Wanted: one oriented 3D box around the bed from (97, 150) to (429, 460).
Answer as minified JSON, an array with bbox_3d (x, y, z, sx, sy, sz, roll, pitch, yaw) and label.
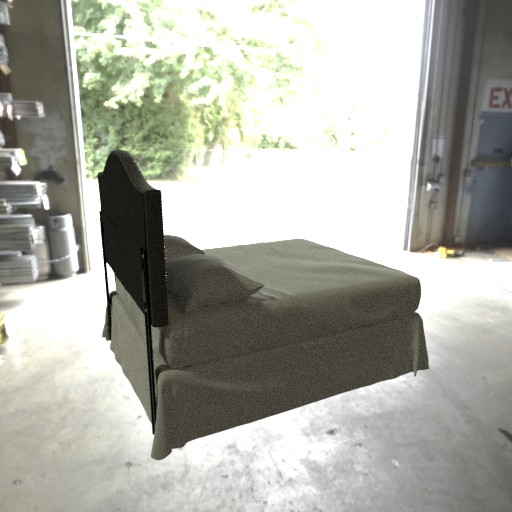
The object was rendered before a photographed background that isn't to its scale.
[{"bbox_3d":[0.000,0.000,3.500,2.221,1.645,1.876,-7,16,-26],"label":"bed"}]
